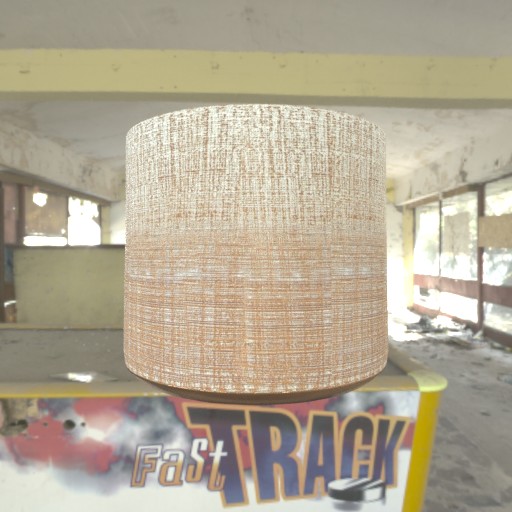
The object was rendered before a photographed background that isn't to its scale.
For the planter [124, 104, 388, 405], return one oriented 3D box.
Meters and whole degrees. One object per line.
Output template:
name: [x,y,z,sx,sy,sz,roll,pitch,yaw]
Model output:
planter: [0.000,0.000,0.190,0.109,0.096,0.109,0,0,0]
